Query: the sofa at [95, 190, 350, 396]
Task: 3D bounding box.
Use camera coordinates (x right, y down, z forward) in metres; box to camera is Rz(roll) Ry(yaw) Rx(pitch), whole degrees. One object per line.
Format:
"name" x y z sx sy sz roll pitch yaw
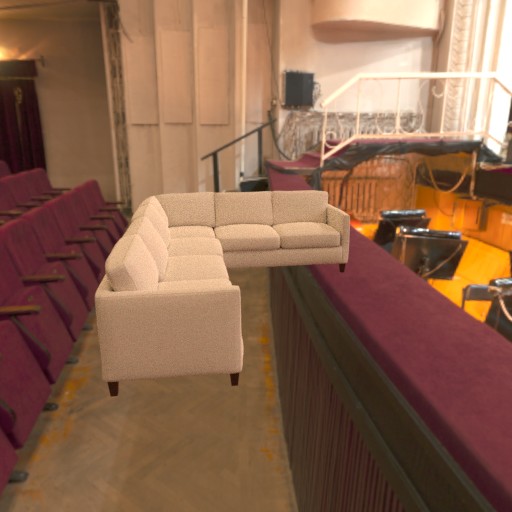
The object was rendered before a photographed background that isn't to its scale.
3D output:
"sofa" 0.000 0.000 4.501 2.593 0.947 3.302 -2 16 -9
